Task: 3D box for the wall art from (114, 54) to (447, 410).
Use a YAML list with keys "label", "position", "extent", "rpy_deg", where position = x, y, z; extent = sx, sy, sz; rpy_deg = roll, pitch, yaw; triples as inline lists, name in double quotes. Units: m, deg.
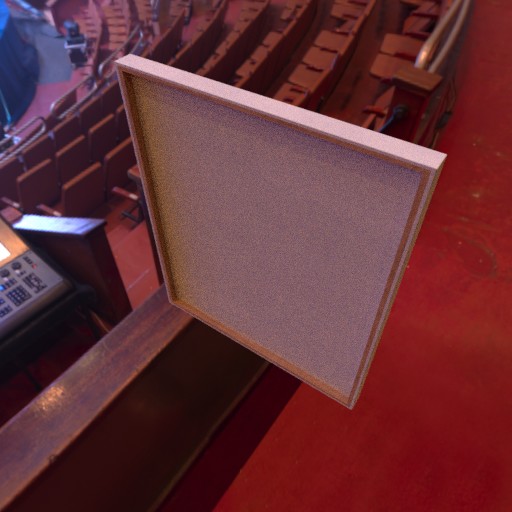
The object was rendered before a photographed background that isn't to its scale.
- label: "wall art"
  position: [0.000, 0.000, 0.817]
  extent: [0.508, 0.606, 0.037]
  rpy_deg: [26, 52, 23]
